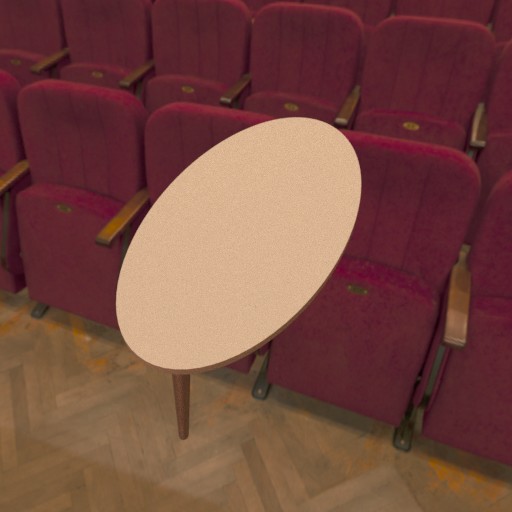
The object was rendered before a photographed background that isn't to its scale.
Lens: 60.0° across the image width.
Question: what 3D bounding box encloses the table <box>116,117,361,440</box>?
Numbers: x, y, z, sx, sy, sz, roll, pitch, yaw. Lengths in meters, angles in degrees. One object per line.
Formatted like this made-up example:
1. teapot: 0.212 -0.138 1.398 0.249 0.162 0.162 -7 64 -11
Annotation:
1. table: 0.000 0.000 1.363 0.542 0.390 1.083 15 46 15
